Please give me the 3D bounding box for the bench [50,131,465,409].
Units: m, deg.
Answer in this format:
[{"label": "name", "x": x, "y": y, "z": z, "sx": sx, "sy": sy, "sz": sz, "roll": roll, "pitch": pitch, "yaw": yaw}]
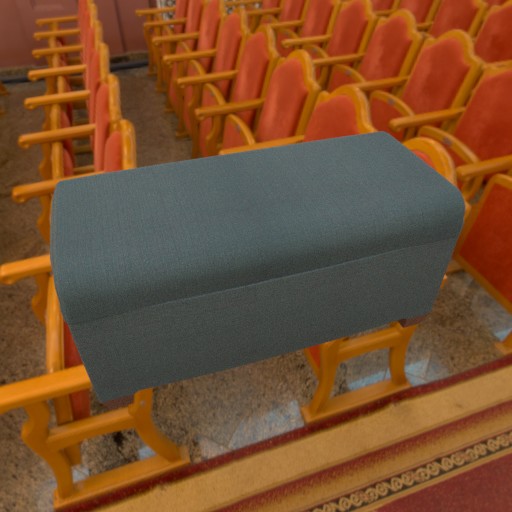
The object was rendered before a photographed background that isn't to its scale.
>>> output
[{"label": "bench", "x": 0.000, "y": 0.000, "z": 1.258, "sx": 0.995, "sy": 0.474, "sz": 0.476, "roll": -12, "pitch": 41, "yaw": -14}]
